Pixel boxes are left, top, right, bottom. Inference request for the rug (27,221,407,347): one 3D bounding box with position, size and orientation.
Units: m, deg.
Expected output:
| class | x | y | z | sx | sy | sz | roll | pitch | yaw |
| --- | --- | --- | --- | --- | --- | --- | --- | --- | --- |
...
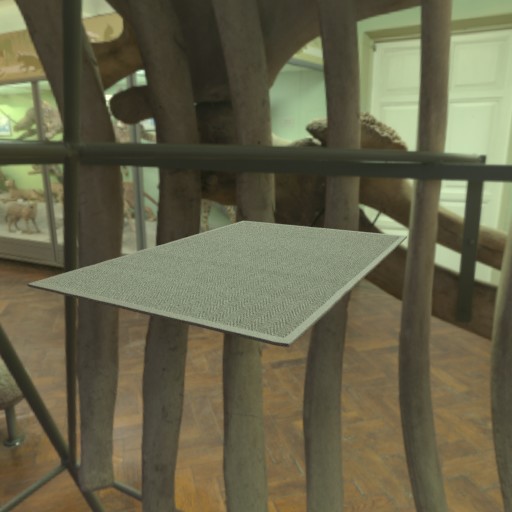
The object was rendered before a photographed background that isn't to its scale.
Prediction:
| class | x | y | z | sx | sy | sz | roll | pitch | yaw |
| --- | --- | --- | --- | --- | --- | --- | --- | --- | --- |
| rug | 0.000 | 0.000 | 2.976 | 1.540 | 0.021 | 2.290 | 8 | 16 | 28 |
